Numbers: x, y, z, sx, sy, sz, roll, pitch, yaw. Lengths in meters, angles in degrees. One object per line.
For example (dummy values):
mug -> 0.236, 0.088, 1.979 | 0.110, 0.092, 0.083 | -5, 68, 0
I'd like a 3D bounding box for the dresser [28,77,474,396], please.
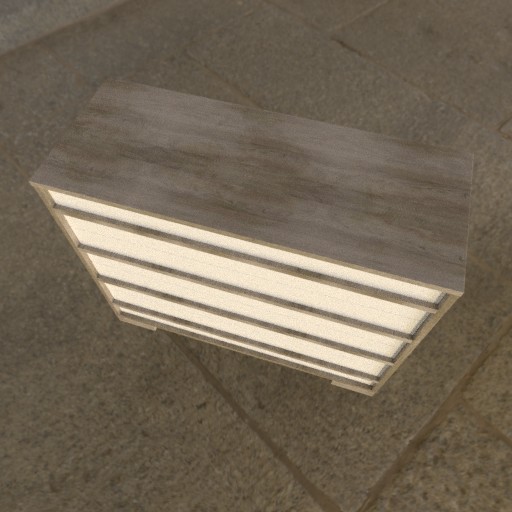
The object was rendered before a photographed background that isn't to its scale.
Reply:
dresser -> 0.000, 0.000, 1.409 | 0.994, 0.816, 0.404 | 15, 59, 9
